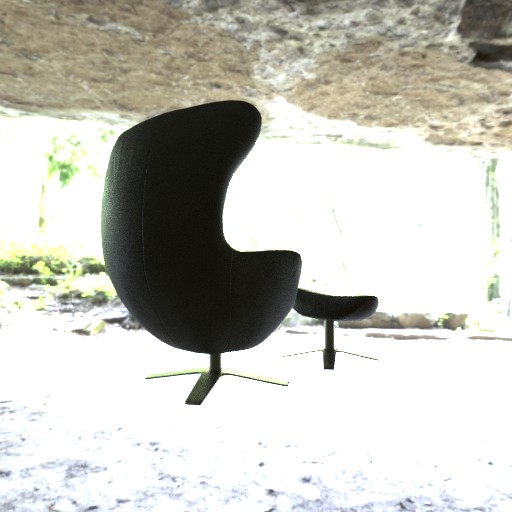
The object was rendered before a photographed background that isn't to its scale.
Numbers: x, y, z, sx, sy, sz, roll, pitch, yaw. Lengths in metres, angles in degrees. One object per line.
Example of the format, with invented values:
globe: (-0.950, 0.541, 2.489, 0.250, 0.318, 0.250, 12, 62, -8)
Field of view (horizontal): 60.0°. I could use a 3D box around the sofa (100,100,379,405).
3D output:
sofa: (0.000, 0.000, 2.149, 1.444, 1.135, 0.894, 0, 0, -35)
